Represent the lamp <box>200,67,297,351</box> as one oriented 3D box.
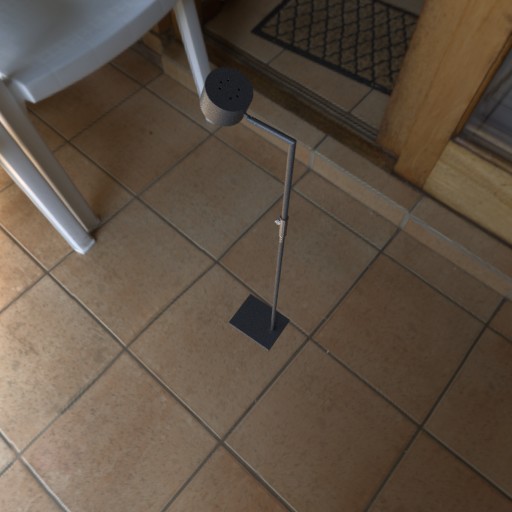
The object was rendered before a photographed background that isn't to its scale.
[{"bbox_3d":[0.000,0.000,1.702,0.304,1.600,0.203,32,68,15],"label":"lamp"}]
